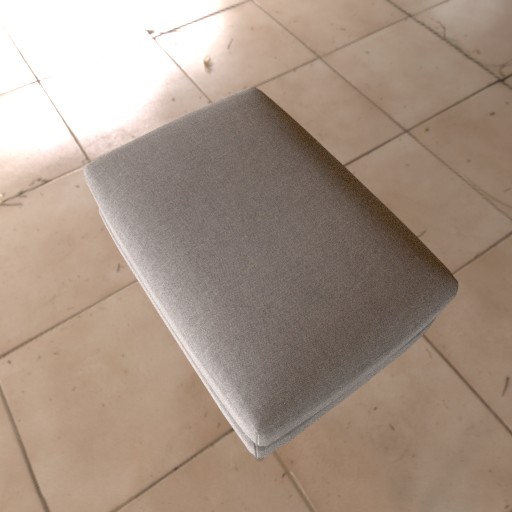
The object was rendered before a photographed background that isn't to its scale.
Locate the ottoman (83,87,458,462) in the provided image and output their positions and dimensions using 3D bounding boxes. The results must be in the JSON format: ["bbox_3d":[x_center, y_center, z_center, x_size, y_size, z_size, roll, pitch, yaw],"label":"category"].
[{"bbox_3d":[0.000,0.000,1.200,0.584,0.457,0.838,-31,64,-17],"label":"ottoman"}]
